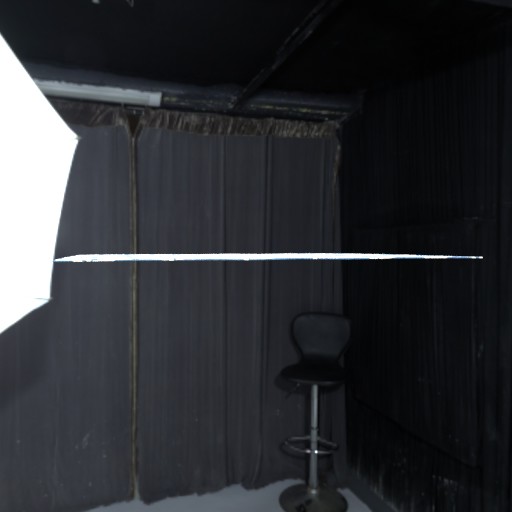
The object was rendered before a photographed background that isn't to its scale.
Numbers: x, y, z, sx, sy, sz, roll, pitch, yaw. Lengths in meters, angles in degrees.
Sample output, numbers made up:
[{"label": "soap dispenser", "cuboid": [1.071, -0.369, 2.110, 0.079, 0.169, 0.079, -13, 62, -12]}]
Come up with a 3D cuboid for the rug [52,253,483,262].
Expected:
[{"label": "rug", "cuboid": [0.000, 0.000, 2.228, 1.755, 0.010, 1.153, 0, 1, -18]}]
